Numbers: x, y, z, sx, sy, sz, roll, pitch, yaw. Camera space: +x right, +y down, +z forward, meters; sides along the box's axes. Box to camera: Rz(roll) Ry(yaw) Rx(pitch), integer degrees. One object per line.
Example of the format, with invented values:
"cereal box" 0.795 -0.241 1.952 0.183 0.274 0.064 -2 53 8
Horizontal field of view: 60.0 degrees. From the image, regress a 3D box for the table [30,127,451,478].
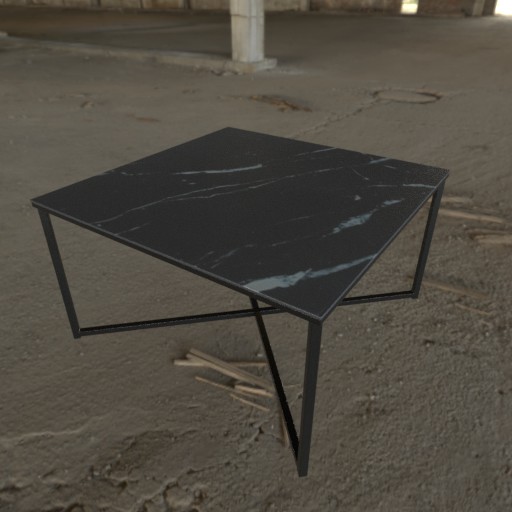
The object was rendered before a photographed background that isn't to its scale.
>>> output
"table" 0.000 0.000 1.293 0.800 0.450 0.800 20 37 29
